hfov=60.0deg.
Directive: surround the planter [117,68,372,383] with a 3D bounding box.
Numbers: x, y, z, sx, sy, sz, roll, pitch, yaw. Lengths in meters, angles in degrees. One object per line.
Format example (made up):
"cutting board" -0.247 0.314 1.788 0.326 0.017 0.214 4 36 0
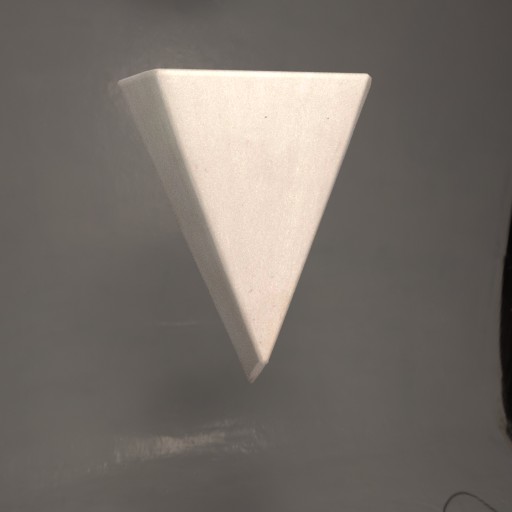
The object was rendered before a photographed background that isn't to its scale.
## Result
"planter" 0.000 0.000 0.264 0.150 0.197 0.060 -3 15 -9
